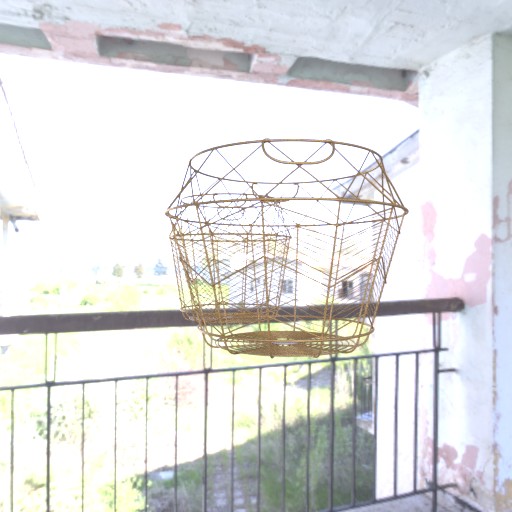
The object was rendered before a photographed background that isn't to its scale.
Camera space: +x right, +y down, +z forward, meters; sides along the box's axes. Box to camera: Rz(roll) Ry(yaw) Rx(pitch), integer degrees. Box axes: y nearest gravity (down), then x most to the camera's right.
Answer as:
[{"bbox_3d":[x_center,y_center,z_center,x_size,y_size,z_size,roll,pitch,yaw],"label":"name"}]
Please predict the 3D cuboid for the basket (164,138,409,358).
[{"bbox_3d":[0.000,0.000,1.017,0.451,0.343,0.805,0,-1,-18],"label":"basket"}]
